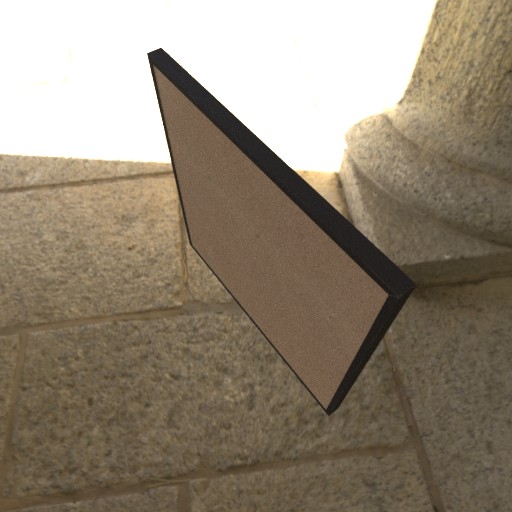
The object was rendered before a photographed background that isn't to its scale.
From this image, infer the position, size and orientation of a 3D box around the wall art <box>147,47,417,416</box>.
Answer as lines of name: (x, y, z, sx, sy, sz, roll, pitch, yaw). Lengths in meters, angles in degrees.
wall art: (0.000, 0.000, 1.150, 0.038, 0.762, 0.762, -32, 63, -19)
